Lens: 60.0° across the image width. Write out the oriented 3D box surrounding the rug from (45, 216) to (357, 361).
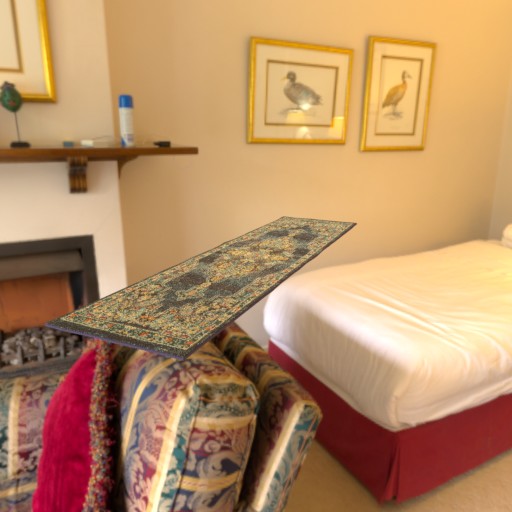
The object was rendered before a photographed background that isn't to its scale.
[{"bbox_3d":[0.000,0.000,2.459,0.602,0.016,2.283,7,17,24],"label":"rug"}]
